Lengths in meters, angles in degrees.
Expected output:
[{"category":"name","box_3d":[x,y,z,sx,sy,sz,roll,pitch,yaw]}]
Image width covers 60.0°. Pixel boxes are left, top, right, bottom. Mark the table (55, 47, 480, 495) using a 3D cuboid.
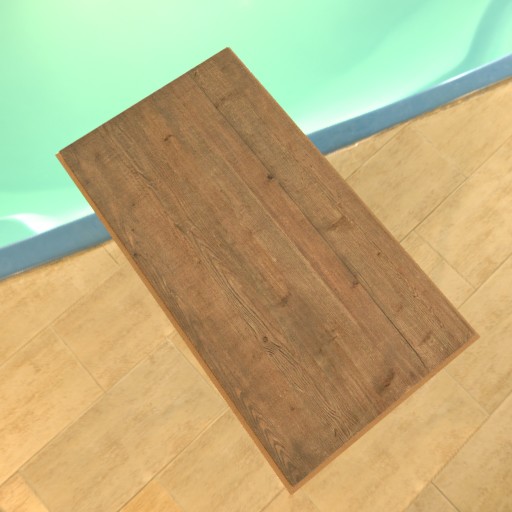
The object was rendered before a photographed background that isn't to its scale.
[{"category":"table","box_3d":[0.000,0.000,1.704,0.775,0.468,1.387,-36,78,-9]}]
